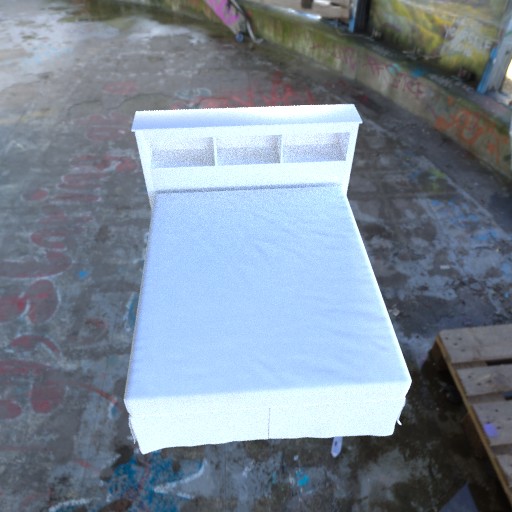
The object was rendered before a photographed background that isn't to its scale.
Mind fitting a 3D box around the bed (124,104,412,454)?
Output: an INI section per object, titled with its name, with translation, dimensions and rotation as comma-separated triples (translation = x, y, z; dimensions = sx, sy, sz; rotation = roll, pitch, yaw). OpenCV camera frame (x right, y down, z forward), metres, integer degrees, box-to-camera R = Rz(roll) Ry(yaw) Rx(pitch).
[bed]
translation = 0.000, 0.000, 3.028
dimensions = 1.671, 1.092, 2.133
rotation = -3, 45, -3
